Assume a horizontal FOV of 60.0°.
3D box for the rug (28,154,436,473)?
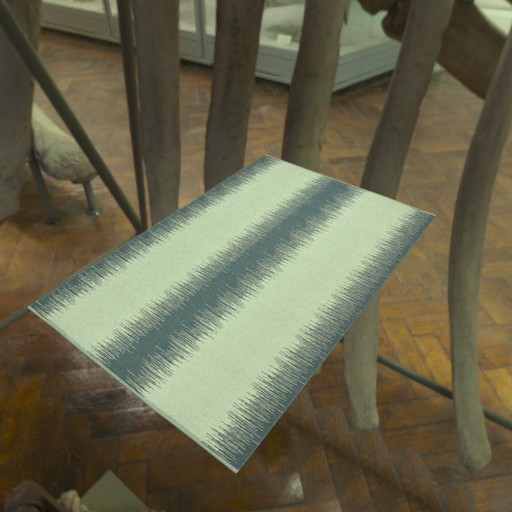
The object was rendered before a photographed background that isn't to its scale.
[{"bbox_3d":[0.000,0.000,2.303,1.234,0.006,1.854,26,47,27],"label":"rug"}]
